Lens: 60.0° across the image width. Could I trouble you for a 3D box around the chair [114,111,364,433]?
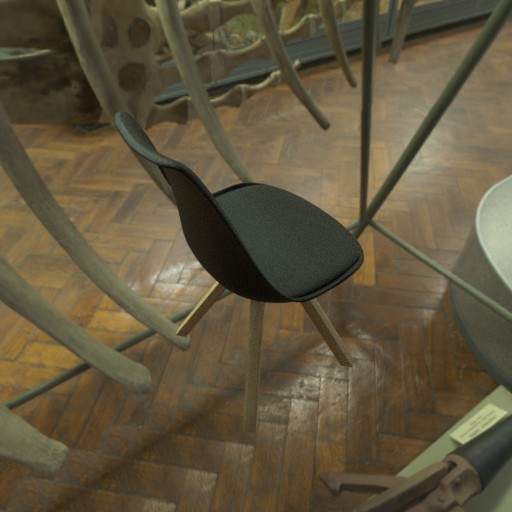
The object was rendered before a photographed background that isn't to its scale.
[{"bbox_3d":[0.000,0.000,1.185,0.549,0.850,0.485,-25,48,-25],"label":"chair"}]
